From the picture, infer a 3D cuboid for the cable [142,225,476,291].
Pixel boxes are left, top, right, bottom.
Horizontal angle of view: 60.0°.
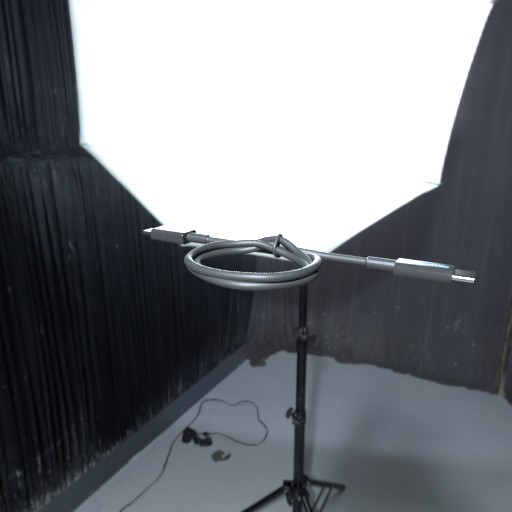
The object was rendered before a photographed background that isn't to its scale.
[{"bbox_3d":[0.000,0.000,0.218,0.192,0.014,0.070,9,18,28],"label":"cable"}]
